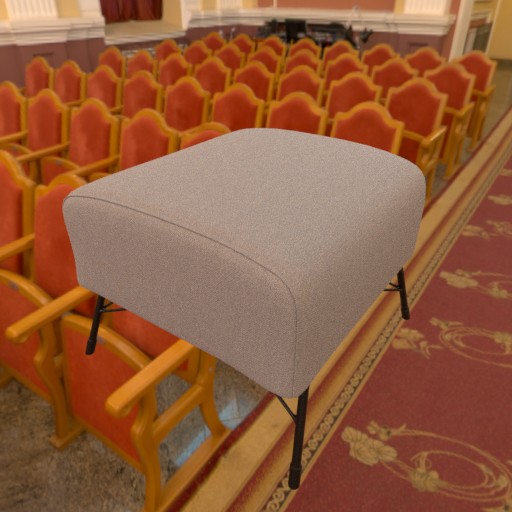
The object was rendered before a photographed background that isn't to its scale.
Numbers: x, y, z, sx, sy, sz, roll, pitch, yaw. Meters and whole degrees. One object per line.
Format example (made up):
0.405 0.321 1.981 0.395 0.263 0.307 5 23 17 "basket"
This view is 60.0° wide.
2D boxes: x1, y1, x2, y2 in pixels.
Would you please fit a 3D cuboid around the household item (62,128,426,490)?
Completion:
0.000 0.000 0.898 0.530 0.410 0.530 20 36 30 "household item"
